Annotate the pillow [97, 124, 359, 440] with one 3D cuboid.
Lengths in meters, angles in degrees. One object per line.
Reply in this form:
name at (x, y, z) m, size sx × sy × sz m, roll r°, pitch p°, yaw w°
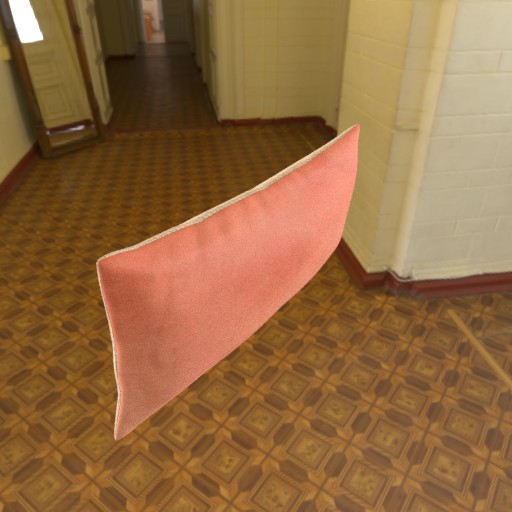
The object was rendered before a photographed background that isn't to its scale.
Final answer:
pillow at (0.000, 0.000, 0.729) m, size 0.155 × 0.307 × 0.608 m, roll 20°, pitch 37°, yaw 30°
